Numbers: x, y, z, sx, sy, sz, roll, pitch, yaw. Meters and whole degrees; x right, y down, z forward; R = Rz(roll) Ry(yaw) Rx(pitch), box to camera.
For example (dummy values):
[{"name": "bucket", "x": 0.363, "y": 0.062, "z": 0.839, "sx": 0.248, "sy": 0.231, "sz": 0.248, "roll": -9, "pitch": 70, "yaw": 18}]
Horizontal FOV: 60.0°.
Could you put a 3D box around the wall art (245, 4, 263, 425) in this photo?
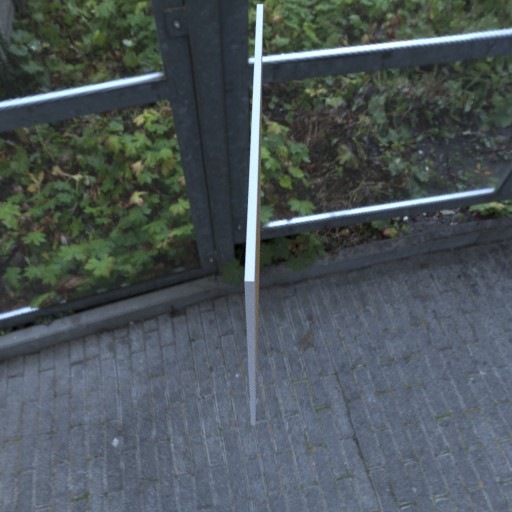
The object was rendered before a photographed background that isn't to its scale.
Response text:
[{"name": "wall art", "x": 0.000, "y": 0.000, "z": 1.155, "sx": 0.013, "sy": 0.940, "sz": 0.659, "roll": 1, "pitch": 58, "yaw": 1}]
